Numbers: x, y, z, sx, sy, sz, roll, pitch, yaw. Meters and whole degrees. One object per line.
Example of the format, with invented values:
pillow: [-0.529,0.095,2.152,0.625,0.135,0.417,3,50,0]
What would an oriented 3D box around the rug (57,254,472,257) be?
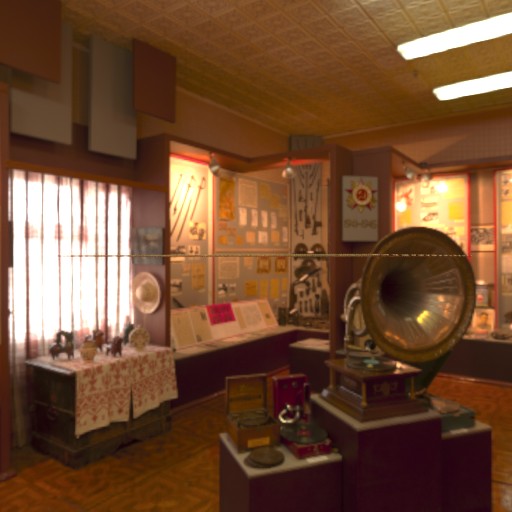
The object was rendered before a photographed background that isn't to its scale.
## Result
rug: [0.000,0.000,3.050,2.435,0.010,1.544,0,0,37]
